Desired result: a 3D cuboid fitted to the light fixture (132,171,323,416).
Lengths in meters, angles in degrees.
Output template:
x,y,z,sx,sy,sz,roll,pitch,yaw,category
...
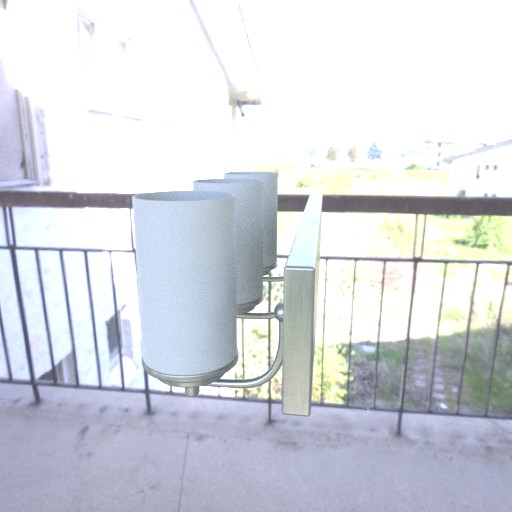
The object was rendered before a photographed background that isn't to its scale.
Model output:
x,y,z,sx,sy,sz,roll,pitch,yaw,category
0.000,0.000,0.514,0.145,0.172,0.451,2,14,9,light fixture
